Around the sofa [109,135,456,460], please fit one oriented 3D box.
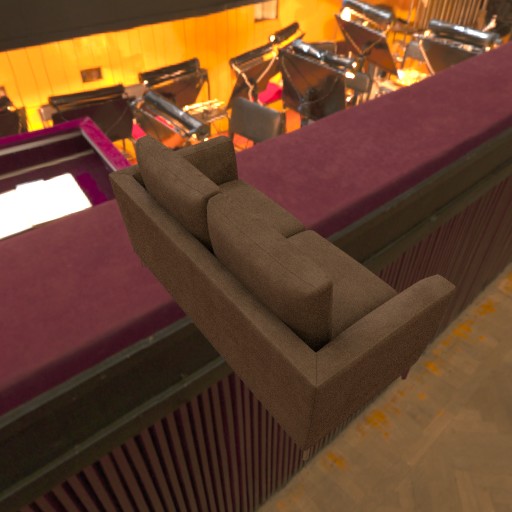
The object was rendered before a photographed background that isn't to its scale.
[{"bbox_3d":[0.000,0.000,2.447,0.855,1.013,1.832,-27,48,-27],"label":"sofa"}]
